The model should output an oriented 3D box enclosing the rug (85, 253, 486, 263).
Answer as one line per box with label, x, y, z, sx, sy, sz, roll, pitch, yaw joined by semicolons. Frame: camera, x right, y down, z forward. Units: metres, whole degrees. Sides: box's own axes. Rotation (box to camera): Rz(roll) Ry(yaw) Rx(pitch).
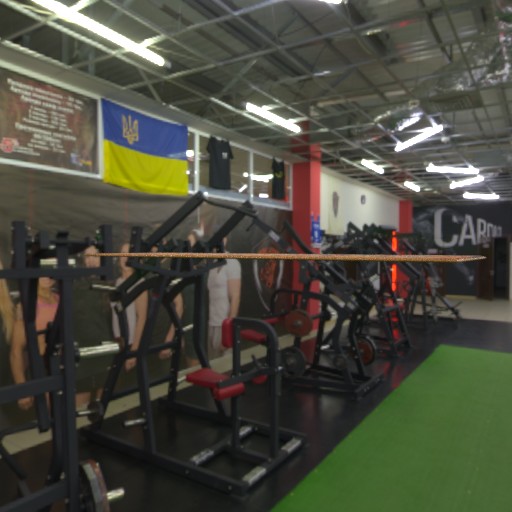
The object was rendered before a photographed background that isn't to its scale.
rug;0.000;0.000;2.035;1.820;0.013;0.556;1;1;35
